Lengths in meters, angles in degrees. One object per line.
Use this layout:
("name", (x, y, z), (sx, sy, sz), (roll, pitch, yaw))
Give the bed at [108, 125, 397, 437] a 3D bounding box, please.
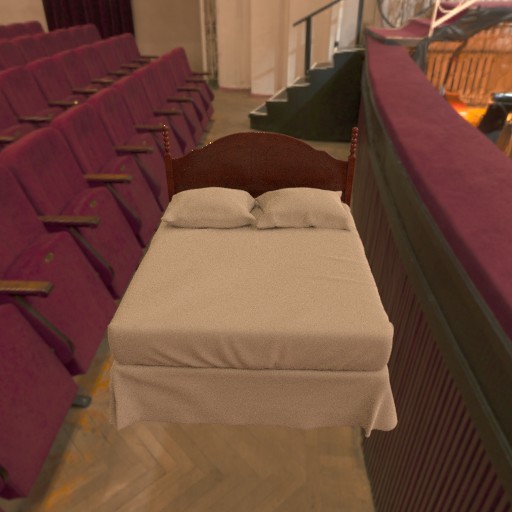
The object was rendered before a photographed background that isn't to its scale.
("bed", (0.000, 0.000, 3.214), (1.873, 1.356, 2.040), (1, 31, 2))
